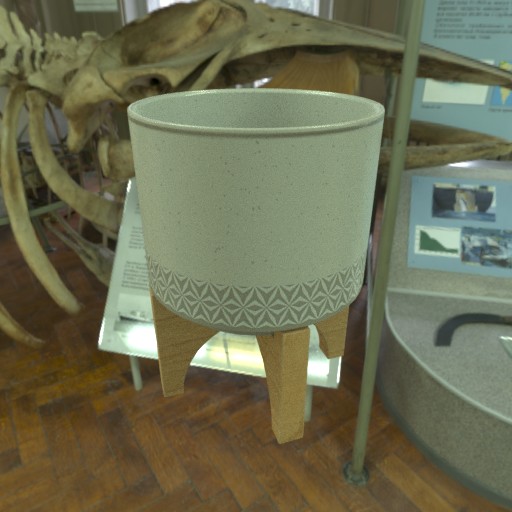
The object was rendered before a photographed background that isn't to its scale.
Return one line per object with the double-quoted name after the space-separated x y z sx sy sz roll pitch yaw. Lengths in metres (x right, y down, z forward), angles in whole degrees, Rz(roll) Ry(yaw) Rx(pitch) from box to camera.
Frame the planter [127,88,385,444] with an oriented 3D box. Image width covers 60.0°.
0.000 0.000 0.270 0.130 0.178 0.130 0 27 0 "planter"
